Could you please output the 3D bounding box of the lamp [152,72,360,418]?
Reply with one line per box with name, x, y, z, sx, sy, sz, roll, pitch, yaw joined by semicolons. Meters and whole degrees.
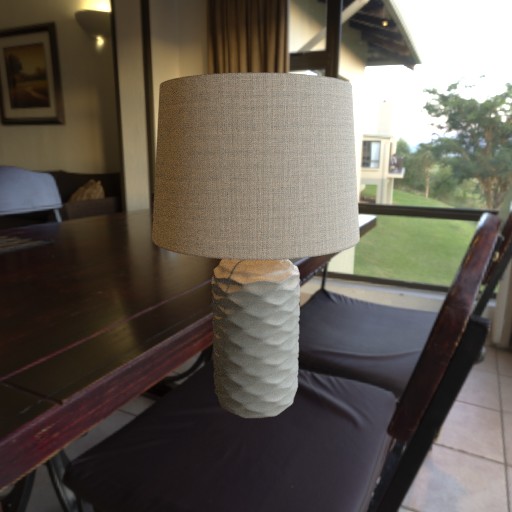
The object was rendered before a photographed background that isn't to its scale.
lamp;0.000;0.000;0.831;0.376;0.594;0.376;0;14;0
